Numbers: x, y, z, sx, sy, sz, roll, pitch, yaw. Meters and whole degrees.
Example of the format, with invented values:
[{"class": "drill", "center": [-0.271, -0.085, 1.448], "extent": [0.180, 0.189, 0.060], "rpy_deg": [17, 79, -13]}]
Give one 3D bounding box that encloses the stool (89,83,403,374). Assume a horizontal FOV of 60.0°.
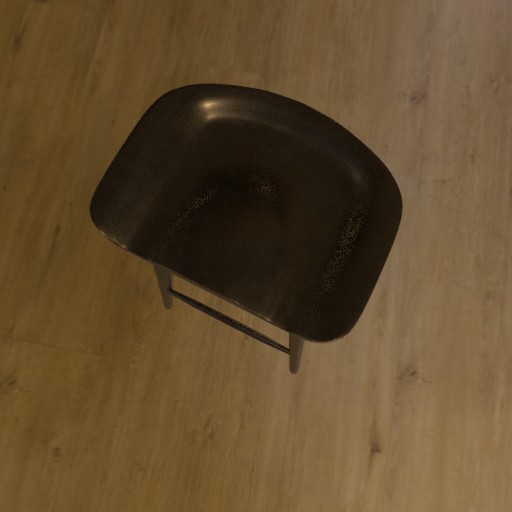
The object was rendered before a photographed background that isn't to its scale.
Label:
[{"class": "stool", "center": [0.000, 0.000, 0.973], "extent": [0.440, 0.749, 0.361], "rpy_deg": [26, 77, 6]}]
